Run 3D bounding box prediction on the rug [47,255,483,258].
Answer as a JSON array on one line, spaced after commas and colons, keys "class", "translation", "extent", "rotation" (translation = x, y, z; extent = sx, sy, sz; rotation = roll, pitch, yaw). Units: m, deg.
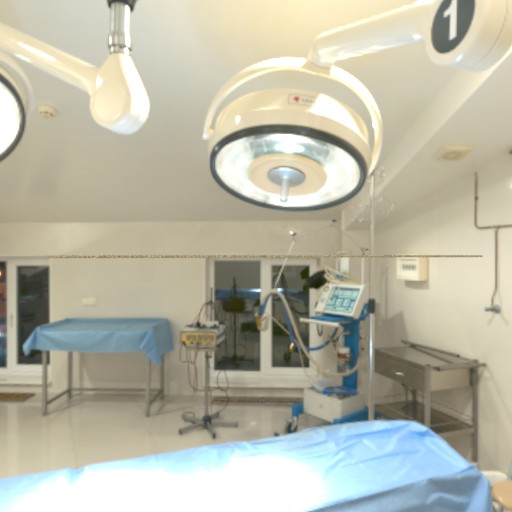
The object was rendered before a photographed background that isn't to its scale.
[{"class": "rug", "translation": [0.000, 0.000, 3.066], "extent": [2.448, 0.012, 1.540], "rotation": [0, 0, -18]}]
